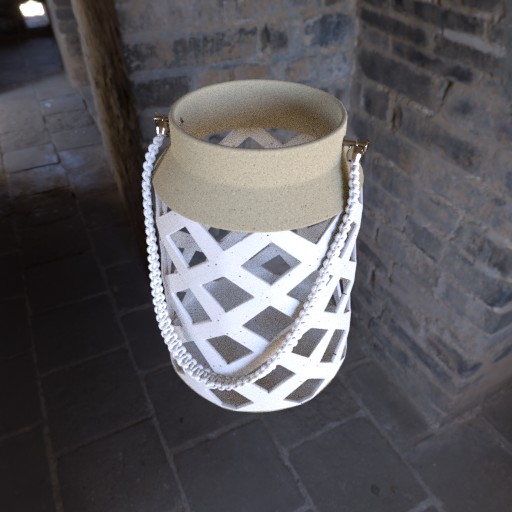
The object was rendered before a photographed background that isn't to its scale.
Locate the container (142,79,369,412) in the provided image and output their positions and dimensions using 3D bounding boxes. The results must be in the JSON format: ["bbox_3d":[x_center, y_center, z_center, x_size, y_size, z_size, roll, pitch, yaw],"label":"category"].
[{"bbox_3d":[0.000,0.000,0.395,0.188,0.264,0.198,11,42,12],"label":"container"}]
